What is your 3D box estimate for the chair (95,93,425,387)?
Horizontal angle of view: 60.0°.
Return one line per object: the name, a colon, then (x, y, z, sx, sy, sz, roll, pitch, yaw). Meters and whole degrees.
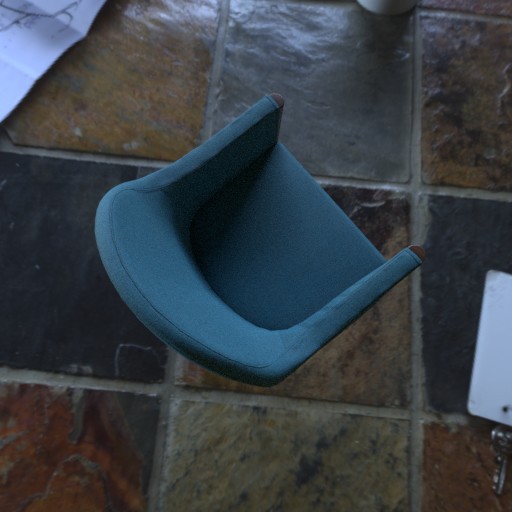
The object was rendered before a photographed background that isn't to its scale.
chair: (0.000, 0.000, 1.324, 0.652, 0.907, 0.656, -38, 79, -9)
